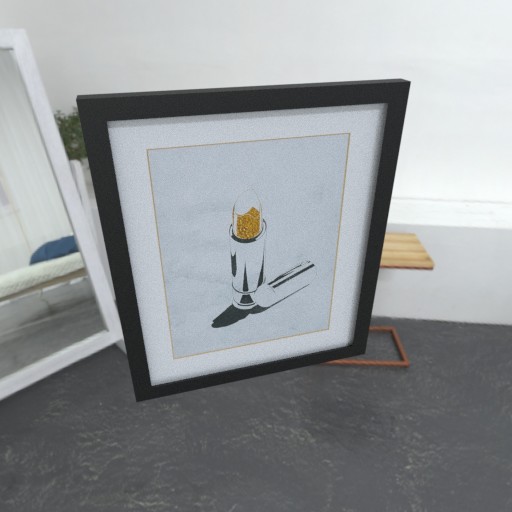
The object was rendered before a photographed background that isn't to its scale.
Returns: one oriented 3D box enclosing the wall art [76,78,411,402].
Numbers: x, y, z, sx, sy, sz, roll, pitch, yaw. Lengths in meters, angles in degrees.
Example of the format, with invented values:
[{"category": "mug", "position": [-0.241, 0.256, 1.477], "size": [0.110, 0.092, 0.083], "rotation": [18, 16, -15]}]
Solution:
[{"category": "wall art", "position": [0.000, 0.000, 0.529], "size": [0.330, 0.381, 0.019], "rotation": [-8, 32, -14]}]
